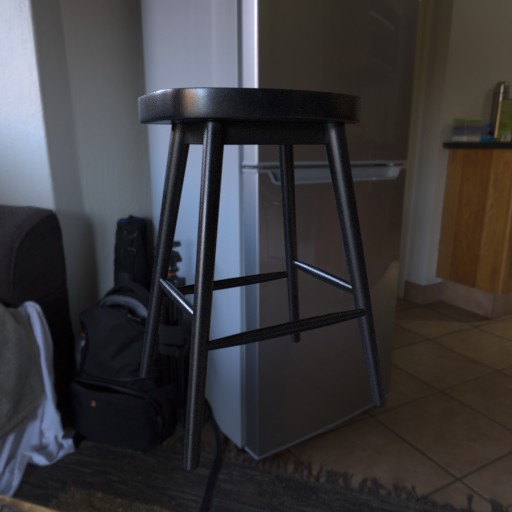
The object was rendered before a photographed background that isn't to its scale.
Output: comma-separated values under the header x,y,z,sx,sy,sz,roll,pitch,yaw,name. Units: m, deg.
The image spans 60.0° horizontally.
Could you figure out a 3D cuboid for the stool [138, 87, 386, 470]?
x,y,z,sx,sy,sz,roll,pitch,yaw,name
0.000,0.000,0.910,0.440,0.615,0.361,-7,16,-26,stool
